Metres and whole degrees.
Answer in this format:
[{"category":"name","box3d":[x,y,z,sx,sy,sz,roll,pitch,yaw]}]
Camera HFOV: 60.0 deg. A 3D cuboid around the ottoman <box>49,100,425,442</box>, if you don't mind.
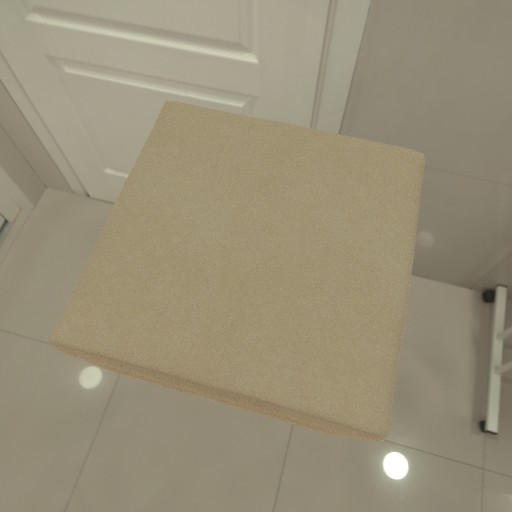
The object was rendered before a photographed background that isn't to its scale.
[{"category":"ottoman","box3d":[0.000,0.000,1.845,1.205,0.522,1.190,14,65,7]}]
